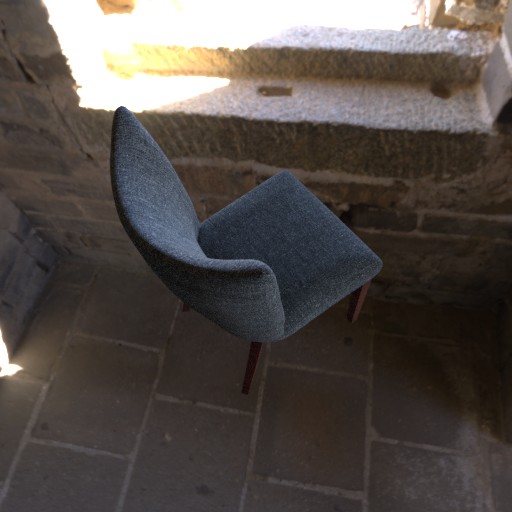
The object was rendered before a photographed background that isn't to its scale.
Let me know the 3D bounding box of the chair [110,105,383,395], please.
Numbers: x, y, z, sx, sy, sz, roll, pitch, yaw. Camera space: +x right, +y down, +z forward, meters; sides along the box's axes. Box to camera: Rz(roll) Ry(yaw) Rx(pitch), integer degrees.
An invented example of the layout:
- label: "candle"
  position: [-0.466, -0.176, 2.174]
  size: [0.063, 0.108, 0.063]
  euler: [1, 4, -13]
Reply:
- label: "chair"
  position: [0.000, 0.000, 1.301]
  size: [0.623, 0.924, 0.535]
  euler: [-33, 64, -18]
